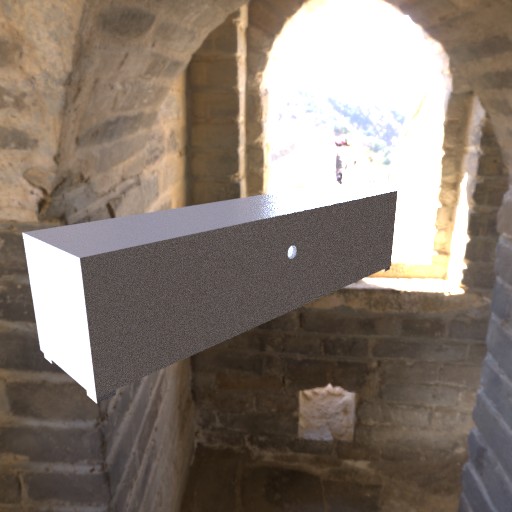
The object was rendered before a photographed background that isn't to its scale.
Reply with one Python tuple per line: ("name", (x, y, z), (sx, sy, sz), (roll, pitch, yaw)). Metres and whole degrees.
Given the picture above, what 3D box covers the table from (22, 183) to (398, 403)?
("table", (0.000, 0.000, 1.852), (0.390, 0.420, 1.650), (15, 22, 42))
